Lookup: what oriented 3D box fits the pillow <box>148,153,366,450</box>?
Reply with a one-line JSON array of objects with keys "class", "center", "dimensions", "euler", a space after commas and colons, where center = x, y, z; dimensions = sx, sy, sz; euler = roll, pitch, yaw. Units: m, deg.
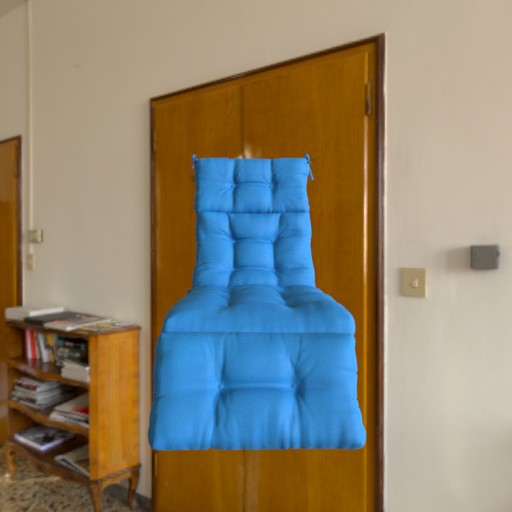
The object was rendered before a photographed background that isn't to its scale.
[{"class": "pillow", "center": [0.000, 0.000, 1.454], "dimensions": [0.526, 0.863, 1.016], "euler": [0, 1, -1]}]
